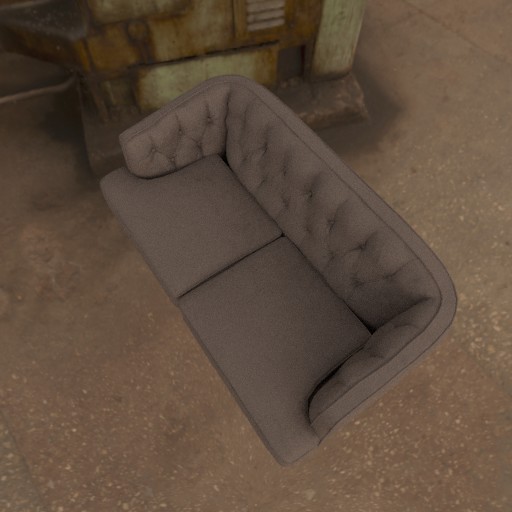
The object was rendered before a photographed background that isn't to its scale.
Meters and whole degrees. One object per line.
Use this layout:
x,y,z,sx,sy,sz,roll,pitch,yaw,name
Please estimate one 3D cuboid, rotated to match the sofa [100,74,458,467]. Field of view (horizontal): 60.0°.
0.000,0.000,2.210,0.941,0.855,1.733,-31,65,-16,sofa
